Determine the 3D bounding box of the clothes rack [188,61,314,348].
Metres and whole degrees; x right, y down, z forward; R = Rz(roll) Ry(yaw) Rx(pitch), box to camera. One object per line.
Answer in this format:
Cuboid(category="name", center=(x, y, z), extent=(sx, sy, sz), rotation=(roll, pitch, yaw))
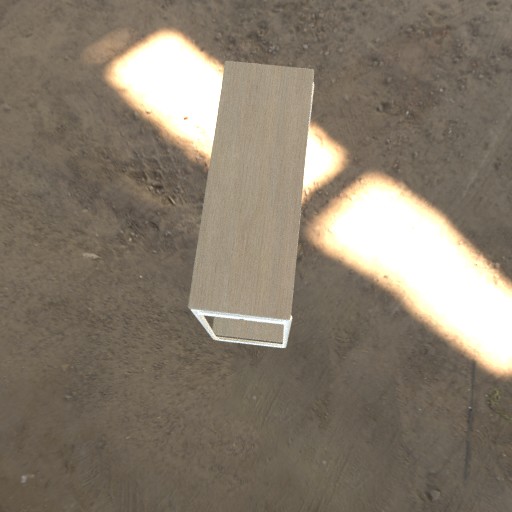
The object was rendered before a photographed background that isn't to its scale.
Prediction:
Cuboid(category="clothes rack", center=(0.000, 0.000, 1.789), extent=(0.400, 1.512, 0.640), rotation=(6, 76, 2))
